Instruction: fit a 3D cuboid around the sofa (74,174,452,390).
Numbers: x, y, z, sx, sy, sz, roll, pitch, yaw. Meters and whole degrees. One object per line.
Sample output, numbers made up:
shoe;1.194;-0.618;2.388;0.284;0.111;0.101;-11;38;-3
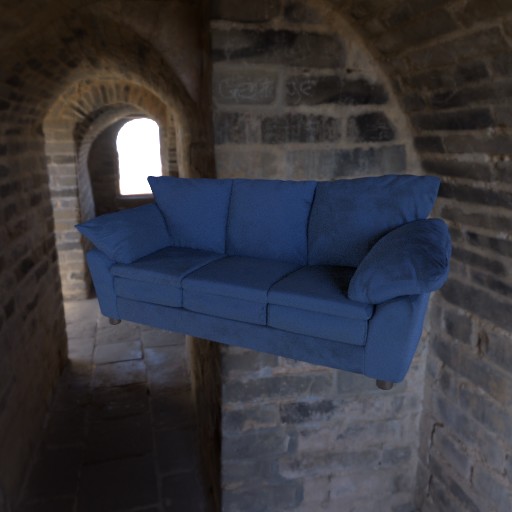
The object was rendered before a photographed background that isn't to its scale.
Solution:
sofa;0.000;0.000;2.945;2.390;1.091;0.907;7;16;26
